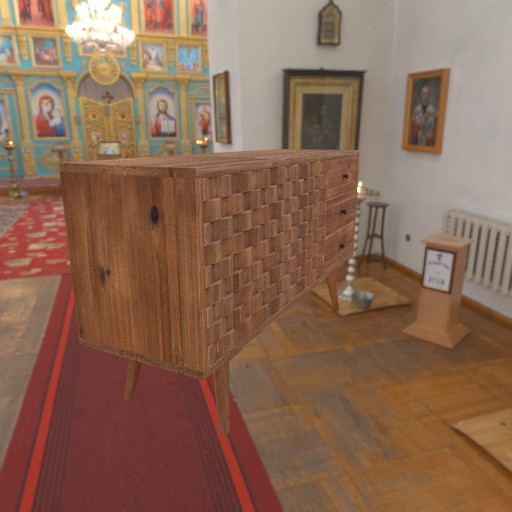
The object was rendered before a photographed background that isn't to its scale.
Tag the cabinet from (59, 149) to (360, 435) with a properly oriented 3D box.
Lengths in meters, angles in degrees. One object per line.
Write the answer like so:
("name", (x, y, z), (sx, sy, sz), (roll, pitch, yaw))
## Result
("cabinet", (0.000, 0.000, 1.794), (0.472, 0.800, 1.400), (8, 17, 27))
